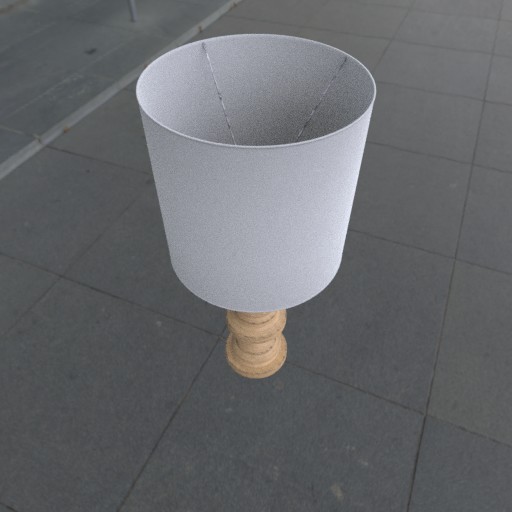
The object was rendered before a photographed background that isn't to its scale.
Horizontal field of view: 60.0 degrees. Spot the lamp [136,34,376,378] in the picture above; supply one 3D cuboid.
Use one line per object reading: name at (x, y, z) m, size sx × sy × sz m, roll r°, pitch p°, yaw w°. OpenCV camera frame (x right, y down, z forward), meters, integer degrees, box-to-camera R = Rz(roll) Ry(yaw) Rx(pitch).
lamp at (0.000, 0.000, 0.558) m, size 0.208 × 0.455 × 0.208 m, roll 31°, pitch 54°, yaw 25°
